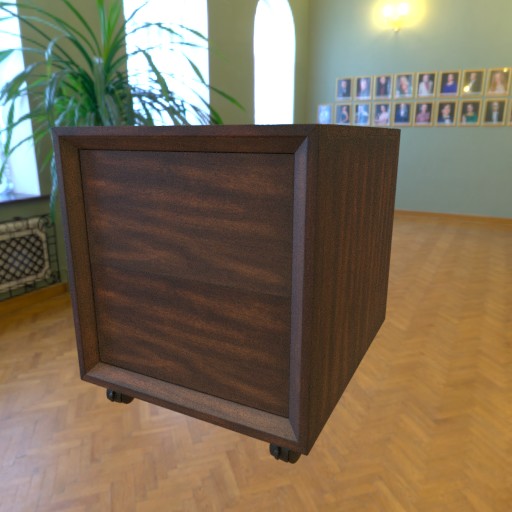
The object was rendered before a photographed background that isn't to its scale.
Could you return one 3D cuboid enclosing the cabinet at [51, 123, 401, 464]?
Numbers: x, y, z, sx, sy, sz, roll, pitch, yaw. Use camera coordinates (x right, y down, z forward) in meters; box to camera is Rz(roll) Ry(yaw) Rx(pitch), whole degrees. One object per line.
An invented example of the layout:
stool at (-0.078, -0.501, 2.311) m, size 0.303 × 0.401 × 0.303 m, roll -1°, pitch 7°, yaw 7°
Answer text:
cabinet at (0.000, 0.000, 0.819) m, size 0.402 × 0.455 × 0.500 m, roll 8°, pitch 17°, yaw 26°
